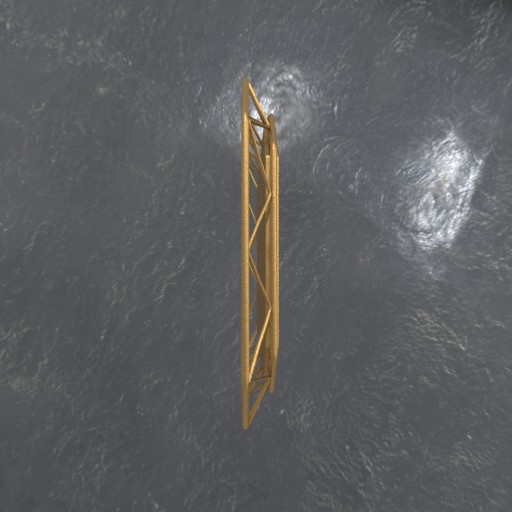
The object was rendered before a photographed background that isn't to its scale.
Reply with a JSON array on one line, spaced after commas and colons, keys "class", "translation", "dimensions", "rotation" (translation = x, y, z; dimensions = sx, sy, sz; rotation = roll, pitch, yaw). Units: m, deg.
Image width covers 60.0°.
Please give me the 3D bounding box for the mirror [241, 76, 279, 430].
[{"class": "mirror", "translation": [0.000, 0.000, 0.730], "dimensions": [0.042, 0.566, 0.417], "rotation": [0, 89, -1]}]
